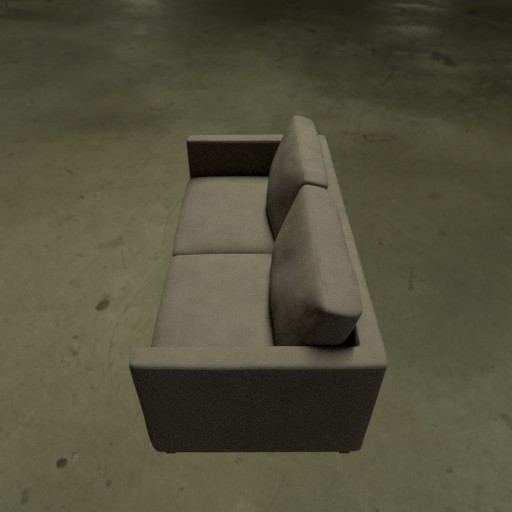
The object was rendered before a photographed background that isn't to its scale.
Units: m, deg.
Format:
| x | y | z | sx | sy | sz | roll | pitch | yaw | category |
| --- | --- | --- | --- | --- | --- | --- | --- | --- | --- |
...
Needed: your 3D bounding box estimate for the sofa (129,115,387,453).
| x | y | z | sx | sy | sz | roll | pitch | yaw | category |
| --- | --- | --- | --- | --- | --- | --- | --- | --- | --- |
| 0.000 | 0.000 | 2.432 | 0.950 | 0.963 | 1.884 | 0 | 40 | 0 | sofa |
